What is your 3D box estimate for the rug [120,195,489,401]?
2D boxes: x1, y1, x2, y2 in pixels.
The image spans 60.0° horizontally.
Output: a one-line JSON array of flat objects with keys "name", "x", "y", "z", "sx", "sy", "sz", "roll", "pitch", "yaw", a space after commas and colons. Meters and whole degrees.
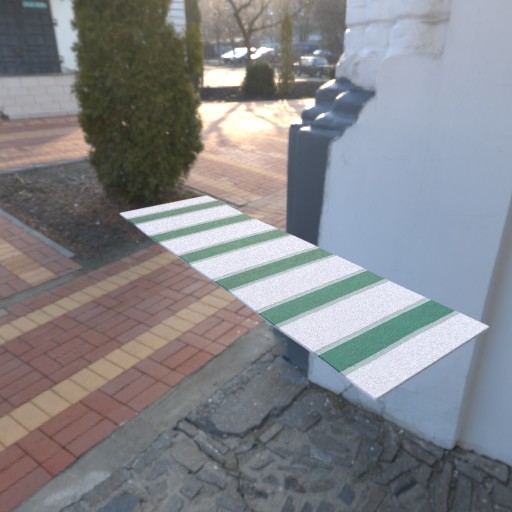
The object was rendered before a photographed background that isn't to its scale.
[{"name": "rug", "x": 0.000, "y": 0.000, "z": 2.639, "sx": 0.768, "sy": 0.012, "sz": 2.438, "roll": -17, "pitch": 30, "yaw": -33}]
